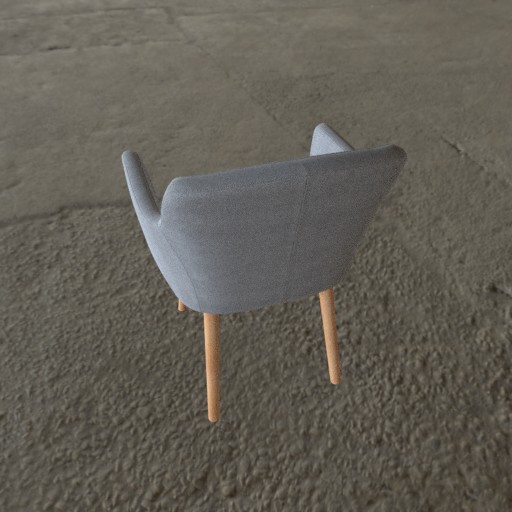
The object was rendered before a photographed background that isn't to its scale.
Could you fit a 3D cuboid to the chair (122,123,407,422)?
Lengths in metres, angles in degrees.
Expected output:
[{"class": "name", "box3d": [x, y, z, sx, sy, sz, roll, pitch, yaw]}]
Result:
[{"class": "chair", "box3d": [0.000, 0.000, 1.171, 0.570, 0.780, 0.540, -12, 41, -14]}]
